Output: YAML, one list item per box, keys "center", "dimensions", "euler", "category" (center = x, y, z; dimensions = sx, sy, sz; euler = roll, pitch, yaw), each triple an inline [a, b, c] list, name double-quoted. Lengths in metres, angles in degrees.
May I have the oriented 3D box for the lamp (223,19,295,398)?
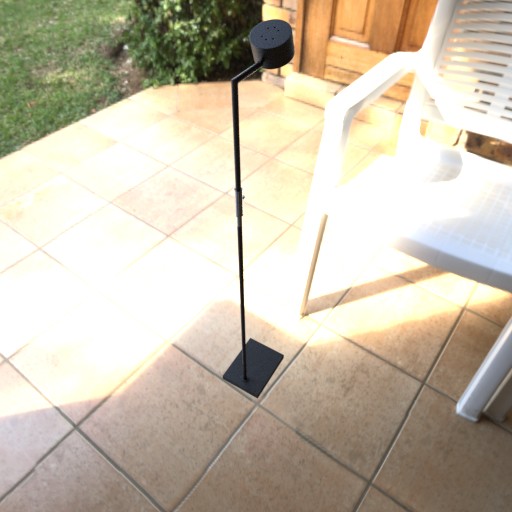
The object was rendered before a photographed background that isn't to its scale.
- center: [0.000, 0.000, 1.692]
  dimensions: [0.203, 1.600, 0.304]
  euler: [23, 50, 21]
  category: "lamp"
